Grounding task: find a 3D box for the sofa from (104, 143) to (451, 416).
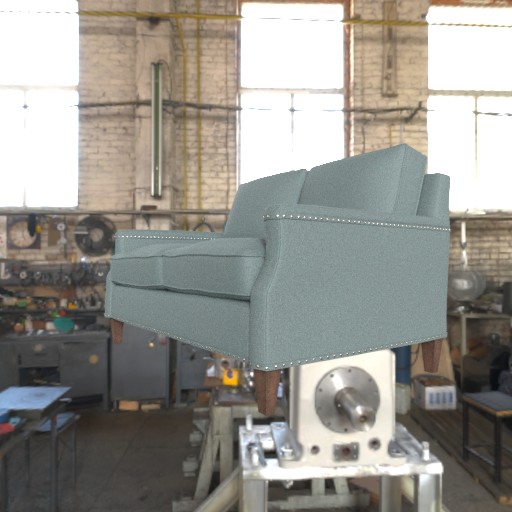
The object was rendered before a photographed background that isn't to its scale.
[{"bbox_3d":[0.000,0.000,2.263,1.084,1.003,1.597,0,-1,-36],"label":"sofa"}]
